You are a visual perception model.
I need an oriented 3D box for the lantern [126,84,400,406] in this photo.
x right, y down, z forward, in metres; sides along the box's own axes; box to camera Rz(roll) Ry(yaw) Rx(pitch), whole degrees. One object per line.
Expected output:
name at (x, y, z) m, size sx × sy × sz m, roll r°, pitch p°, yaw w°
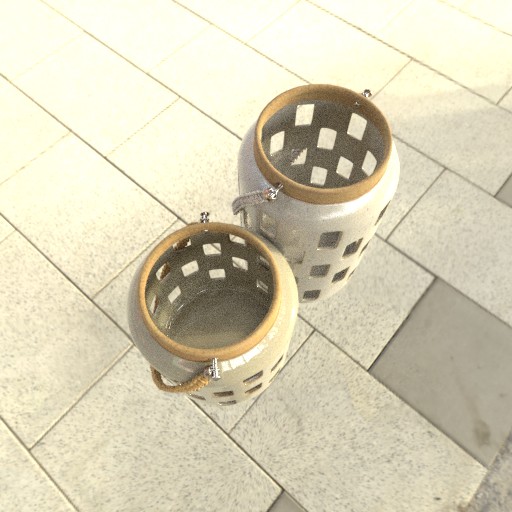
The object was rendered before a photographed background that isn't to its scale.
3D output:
lantern at (0.000, 0.000, 0.499) m, size 0.184 × 0.255 × 0.347 m, roll 36°, pitch 70°, yaw 15°
